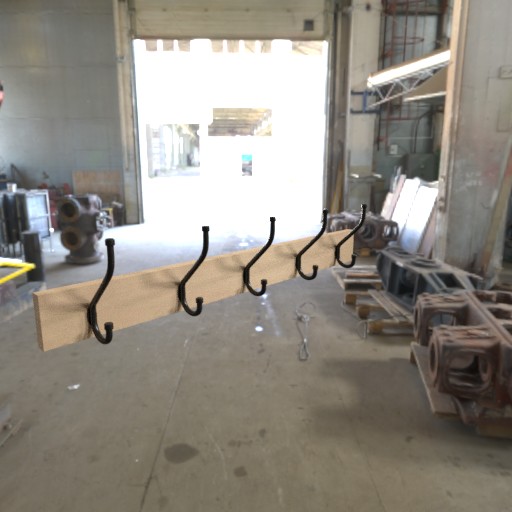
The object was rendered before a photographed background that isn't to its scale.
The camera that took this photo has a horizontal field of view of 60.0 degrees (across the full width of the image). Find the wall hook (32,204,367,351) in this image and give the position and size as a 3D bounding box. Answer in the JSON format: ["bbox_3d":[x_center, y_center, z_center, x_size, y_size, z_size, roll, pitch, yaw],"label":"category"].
[{"bbox_3d":[0.000,0.000,0.621,0.071,0.117,0.571,12,17,43],"label":"wall hook"}]
